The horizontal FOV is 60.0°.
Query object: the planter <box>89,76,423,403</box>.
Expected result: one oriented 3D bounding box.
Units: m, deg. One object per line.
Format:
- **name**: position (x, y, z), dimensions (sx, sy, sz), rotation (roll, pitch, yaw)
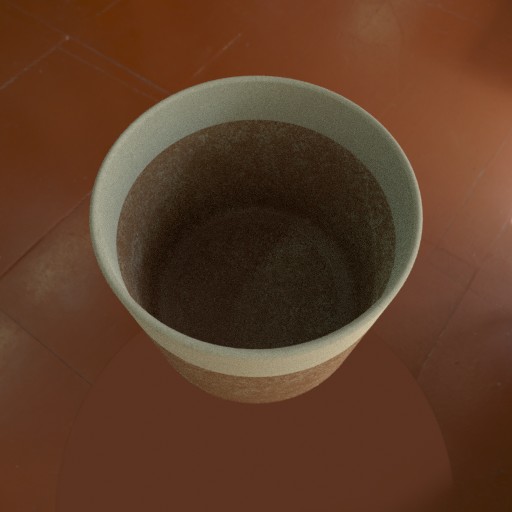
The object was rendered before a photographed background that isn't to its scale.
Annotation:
- **planter**: position (0.000, 0.000, 0.274), dimensions (0.159, 0.138, 0.159), rotation (0, 64, 0)
